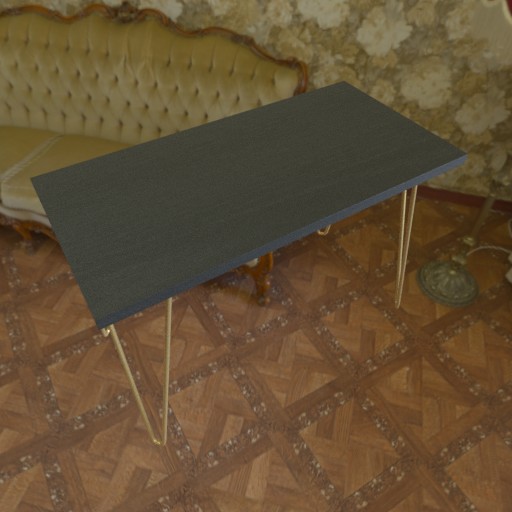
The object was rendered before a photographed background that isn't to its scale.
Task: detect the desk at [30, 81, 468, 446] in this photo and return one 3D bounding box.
[{"bbox_3d":[0.000,0.000,1.356,0.991,0.660,0.499,-24,51,-21],"label":"desk"}]
